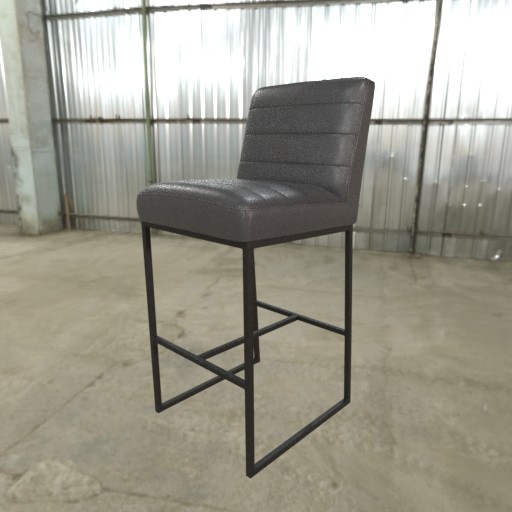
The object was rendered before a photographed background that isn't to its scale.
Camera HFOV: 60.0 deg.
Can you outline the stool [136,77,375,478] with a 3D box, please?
[{"bbox_3d":[0.000,0.000,1.357,0.457,1.040,0.552,13,20,42],"label":"stool"}]
